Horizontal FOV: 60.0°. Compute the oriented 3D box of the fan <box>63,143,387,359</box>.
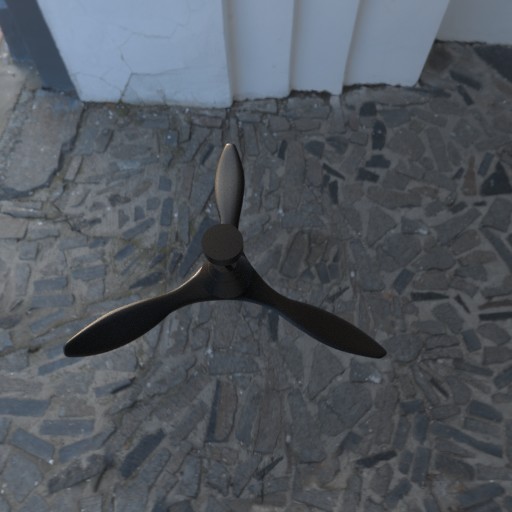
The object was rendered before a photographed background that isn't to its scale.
[{"bbox_3d":[0.000,0.000,1.611,1.067,0.305,1.067,16,64,8],"label":"fan"}]
